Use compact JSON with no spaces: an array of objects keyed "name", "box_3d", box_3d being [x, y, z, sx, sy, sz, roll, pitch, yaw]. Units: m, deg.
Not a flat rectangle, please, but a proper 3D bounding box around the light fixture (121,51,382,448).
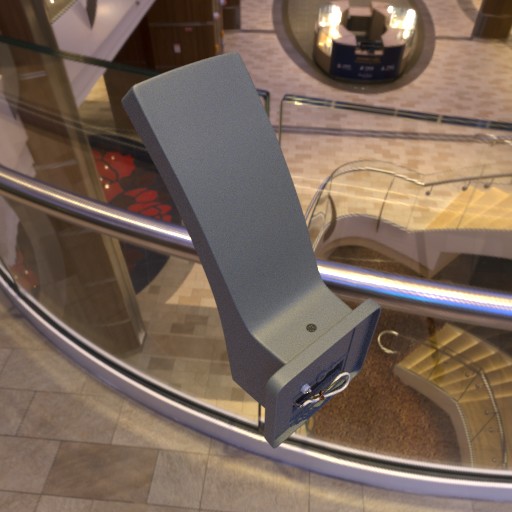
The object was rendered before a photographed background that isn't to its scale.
[{"name":"light fixture","box_3d":[0.000,0.000,0.331,0.108,0.243,0.174,-32,54,-27]}]
